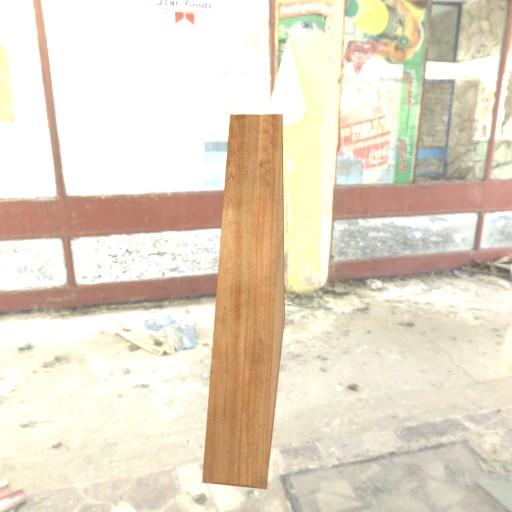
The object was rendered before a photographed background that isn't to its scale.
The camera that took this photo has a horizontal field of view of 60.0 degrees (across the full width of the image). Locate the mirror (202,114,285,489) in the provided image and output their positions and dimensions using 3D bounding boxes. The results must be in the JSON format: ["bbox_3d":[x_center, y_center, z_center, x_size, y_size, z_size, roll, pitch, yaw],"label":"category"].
[{"bbox_3d":[0.000,0.000,0.898,0.100,0.548,0.631,2,16,6],"label":"mirror"}]
